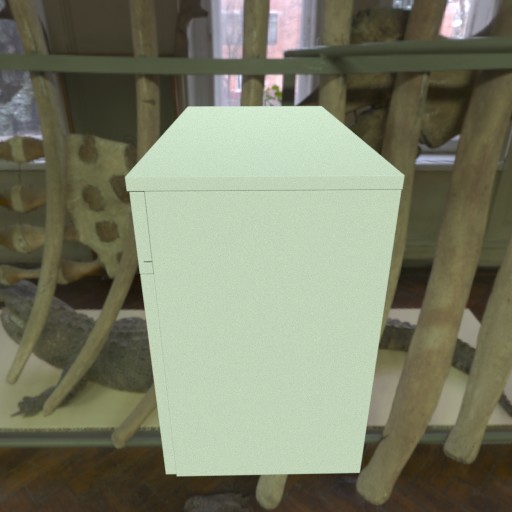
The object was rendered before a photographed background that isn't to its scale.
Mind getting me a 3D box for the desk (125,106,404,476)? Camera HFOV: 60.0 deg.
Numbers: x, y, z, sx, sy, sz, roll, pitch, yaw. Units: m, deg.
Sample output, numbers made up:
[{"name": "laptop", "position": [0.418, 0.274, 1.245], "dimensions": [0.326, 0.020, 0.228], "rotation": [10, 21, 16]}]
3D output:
[{"name": "desk", "position": [0.000, 0.000, 1.305], "dimensions": [0.482, 0.730, 0.898], "rotation": [-1, 26, -1]}]
